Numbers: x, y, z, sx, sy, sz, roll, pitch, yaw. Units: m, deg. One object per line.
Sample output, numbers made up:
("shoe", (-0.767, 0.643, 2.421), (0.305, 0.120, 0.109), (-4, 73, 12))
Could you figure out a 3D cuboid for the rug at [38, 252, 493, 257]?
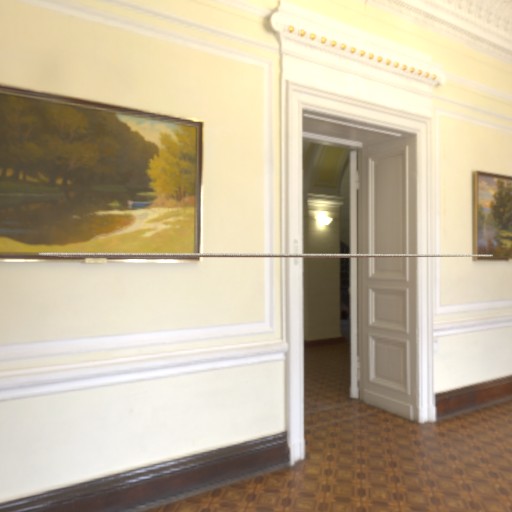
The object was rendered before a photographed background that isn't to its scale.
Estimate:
("rug", (0.000, 0.000, 1.053), (0.868, 0.004, 0.556), (0, -1, -19))
